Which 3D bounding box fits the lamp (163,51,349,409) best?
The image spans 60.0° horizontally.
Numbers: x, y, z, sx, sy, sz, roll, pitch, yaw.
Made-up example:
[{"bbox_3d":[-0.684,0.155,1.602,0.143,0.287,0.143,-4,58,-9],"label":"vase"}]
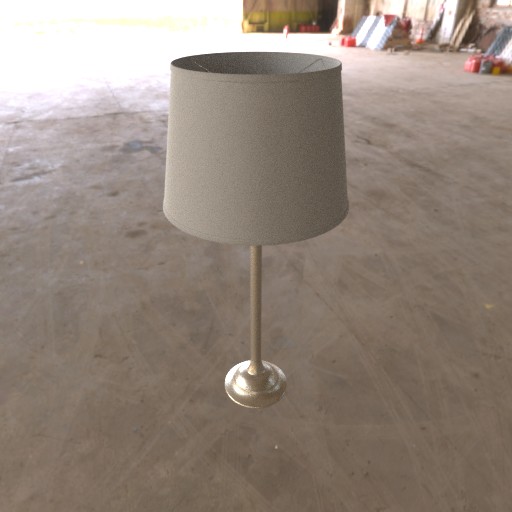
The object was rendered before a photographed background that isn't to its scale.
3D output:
[{"bbox_3d":[0.000,0.000,0.861,0.331,0.698,0.331,0,31,0],"label":"lamp"}]
